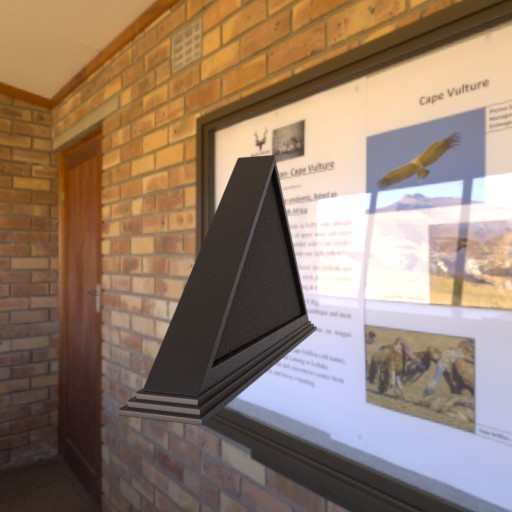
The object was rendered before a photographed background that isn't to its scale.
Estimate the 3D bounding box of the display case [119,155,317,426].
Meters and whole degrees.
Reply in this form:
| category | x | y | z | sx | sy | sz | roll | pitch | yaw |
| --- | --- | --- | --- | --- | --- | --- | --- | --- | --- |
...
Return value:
| category | x | y | z | sx | sy | sz | roll | pitch | yaw |
| --- | --- | --- | --- | --- | --- | --- | --- | --- | --- |
| display case | 0.000 | 0.000 | 0.755 | 0.095 | 0.340 | 0.640 | 0 | -1 | 18 |
